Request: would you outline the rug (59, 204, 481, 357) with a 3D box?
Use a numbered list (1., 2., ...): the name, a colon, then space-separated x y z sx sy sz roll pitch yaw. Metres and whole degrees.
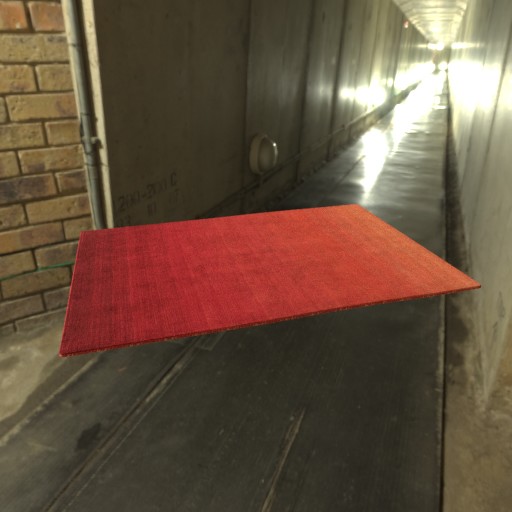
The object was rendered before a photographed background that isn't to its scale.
1. rug: 0.000 0.000 2.356 1.835 0.018 1.230 -7 26 -15
